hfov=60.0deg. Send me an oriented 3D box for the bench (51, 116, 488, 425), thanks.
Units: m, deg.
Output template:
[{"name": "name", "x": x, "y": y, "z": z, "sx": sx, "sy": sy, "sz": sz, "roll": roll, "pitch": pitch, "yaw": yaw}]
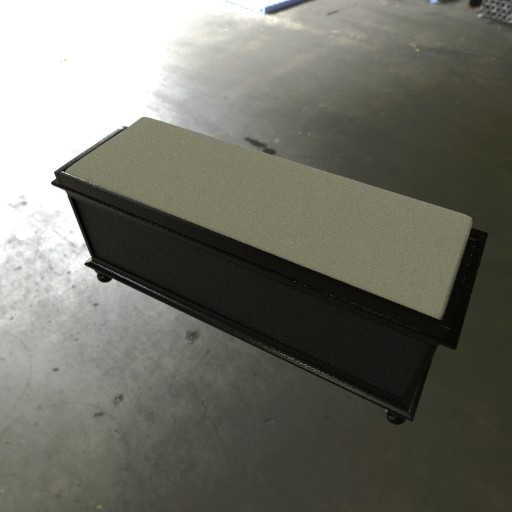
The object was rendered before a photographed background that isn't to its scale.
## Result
[{"name": "bench", "x": 0.000, "y": 0.000, "z": 1.395, "sx": 1.185, "sy": 0.501, "sz": 0.402, "roll": 22, "pitch": 50, "yaw": 20}]
